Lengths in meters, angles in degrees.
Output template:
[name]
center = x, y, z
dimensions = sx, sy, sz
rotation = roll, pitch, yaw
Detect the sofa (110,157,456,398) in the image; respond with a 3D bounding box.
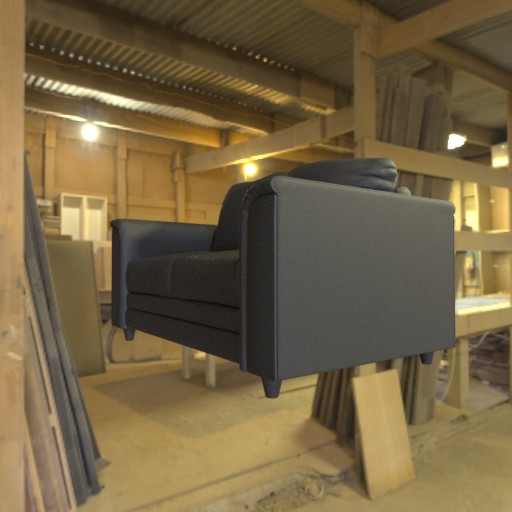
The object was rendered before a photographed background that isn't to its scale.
[sofa]
center = 0.000, 0.000, 1.984
dimensions = 0.887, 0.845, 1.386
rotation = 1, -2, -35
